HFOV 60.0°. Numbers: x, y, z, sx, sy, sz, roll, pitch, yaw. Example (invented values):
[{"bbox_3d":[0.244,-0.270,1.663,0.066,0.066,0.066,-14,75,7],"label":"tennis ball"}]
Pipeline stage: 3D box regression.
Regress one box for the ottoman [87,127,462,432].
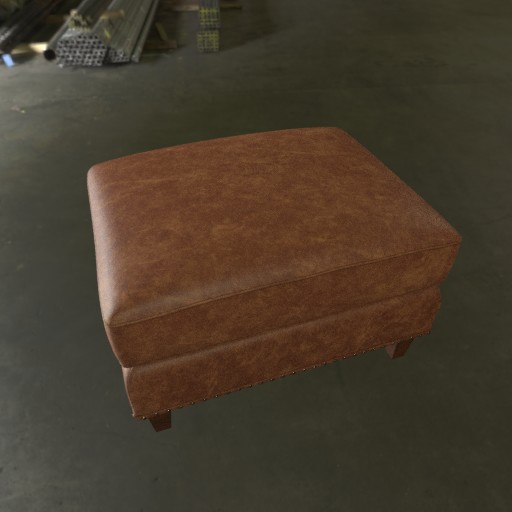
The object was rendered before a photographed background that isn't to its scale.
[{"bbox_3d":[0.000,0.000,1.145,0.742,0.486,0.586,-13,42,-14],"label":"ottoman"}]
